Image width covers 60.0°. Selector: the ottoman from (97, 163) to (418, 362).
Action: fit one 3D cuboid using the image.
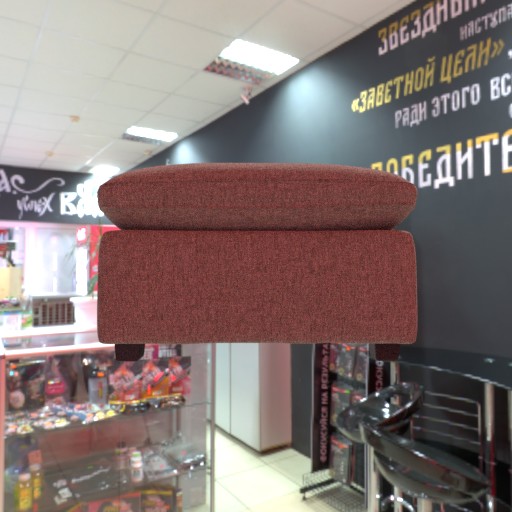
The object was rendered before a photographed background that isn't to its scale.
[{"bbox_3d":[0.000,0.000,1.357,0.694,0.451,0.977,0,-1,0],"label":"ottoman"}]
